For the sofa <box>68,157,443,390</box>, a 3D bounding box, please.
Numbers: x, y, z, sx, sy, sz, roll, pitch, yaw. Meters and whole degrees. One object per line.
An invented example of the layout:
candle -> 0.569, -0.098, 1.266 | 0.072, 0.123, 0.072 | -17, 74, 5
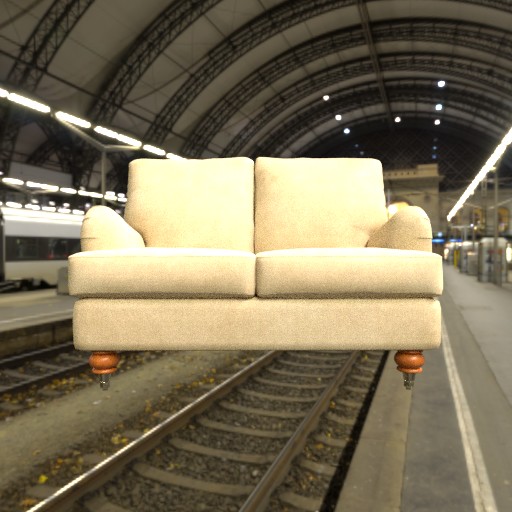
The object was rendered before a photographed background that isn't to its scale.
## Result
sofa -> 0.000, 0.000, 2.208 | 1.498, 1.087, 1.086 | 0, 1, 0
